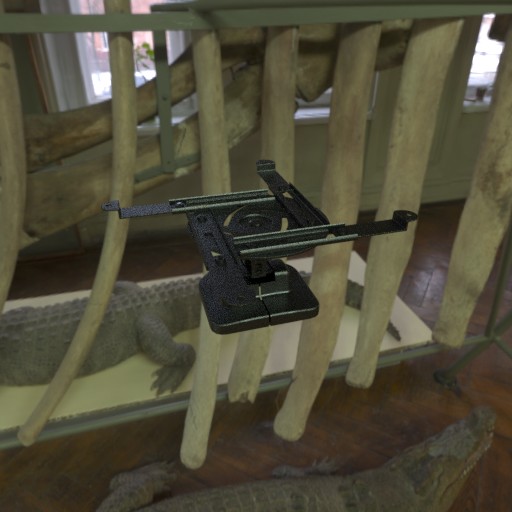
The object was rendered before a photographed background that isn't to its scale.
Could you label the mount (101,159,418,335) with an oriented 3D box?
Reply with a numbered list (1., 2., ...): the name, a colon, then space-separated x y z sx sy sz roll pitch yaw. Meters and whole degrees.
1. mount: 0.000 0.000 0.622 0.394 0.141 0.394 -8 31 -14
